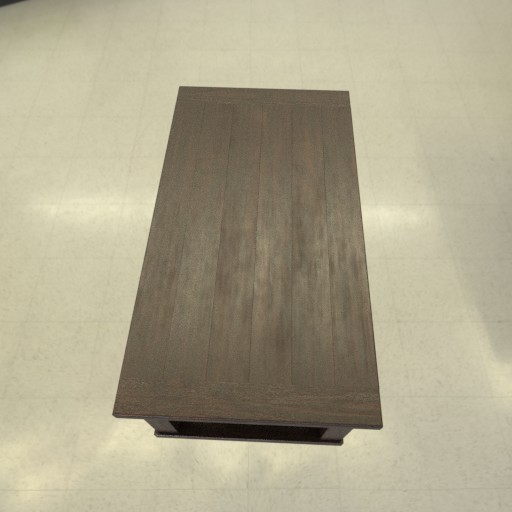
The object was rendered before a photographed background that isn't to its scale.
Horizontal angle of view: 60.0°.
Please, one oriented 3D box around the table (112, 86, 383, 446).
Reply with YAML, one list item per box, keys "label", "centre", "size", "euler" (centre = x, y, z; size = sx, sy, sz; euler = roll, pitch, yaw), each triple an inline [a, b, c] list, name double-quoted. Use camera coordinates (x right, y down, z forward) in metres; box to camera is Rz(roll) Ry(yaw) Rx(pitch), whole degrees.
- label: "table"
  centre: [0.000, 0.000, 1.645]
  size: [0.700, 0.494, 1.270]
  euler: [2, 58, 1]
